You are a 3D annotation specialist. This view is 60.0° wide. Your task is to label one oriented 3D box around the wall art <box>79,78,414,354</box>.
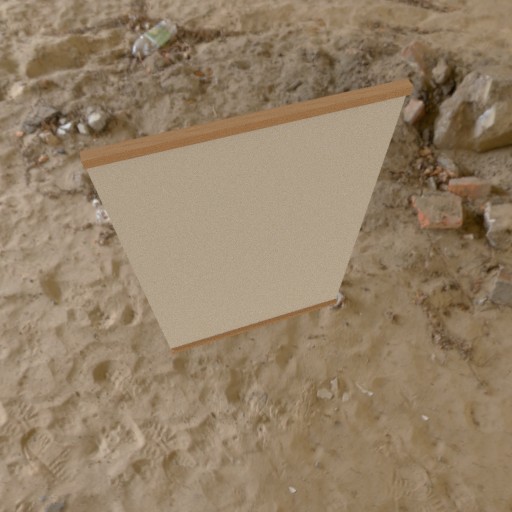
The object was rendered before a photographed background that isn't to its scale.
[{"bbox_3d":[0.000,0.000,1.911,0.991,1.510,0.040,-16,59,-9],"label":"wall art"}]
